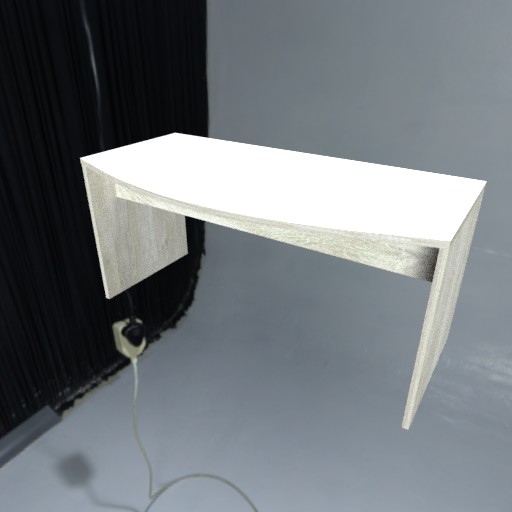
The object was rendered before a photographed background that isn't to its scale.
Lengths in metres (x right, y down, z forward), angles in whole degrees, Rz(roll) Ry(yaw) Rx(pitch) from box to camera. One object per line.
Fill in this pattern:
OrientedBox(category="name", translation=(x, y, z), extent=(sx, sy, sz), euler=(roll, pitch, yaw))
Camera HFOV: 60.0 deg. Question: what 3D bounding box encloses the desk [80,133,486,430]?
OrientedBox(category="desk", translation=(0.000, 0.000, 1.972), extent=(1.600, 0.752, 0.802), euler=(17, 32, 29))
